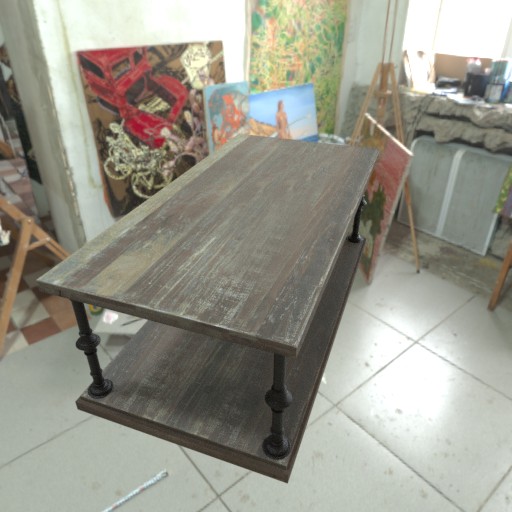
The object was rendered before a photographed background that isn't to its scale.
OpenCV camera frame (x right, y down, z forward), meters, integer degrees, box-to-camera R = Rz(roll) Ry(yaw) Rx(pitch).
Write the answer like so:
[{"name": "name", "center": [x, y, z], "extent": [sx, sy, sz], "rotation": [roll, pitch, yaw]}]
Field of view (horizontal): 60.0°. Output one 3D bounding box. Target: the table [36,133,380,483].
[{"name": "table", "center": [0.000, 0.000, 1.363], "extent": [0.554, 0.399, 1.088], "rotation": [11, 34, 17]}]
